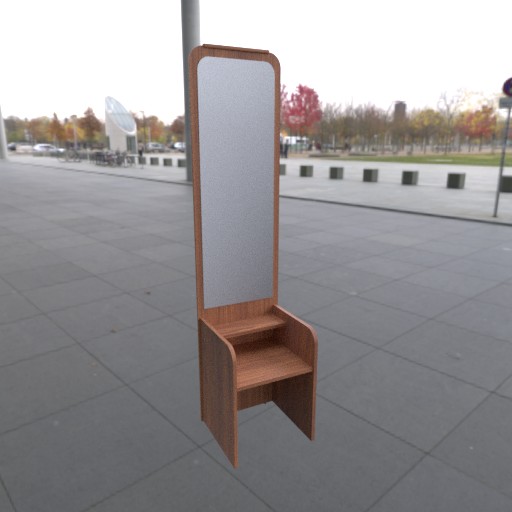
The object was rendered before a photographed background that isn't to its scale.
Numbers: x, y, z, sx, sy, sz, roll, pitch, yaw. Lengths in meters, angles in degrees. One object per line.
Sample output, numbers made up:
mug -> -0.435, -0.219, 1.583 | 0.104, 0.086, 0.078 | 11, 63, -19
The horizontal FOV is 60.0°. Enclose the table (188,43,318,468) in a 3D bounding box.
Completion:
table -> 0.000, 0.000, 2.031 | 0.450, 1.830, 0.420 | -7, 16, -26
